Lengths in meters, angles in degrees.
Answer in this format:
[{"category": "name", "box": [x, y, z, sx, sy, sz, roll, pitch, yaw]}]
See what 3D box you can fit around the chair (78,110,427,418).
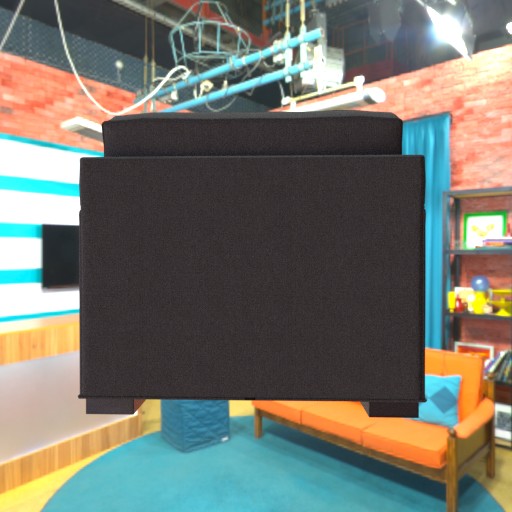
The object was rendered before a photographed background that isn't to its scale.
[{"category": "chair", "box": [0.000, 0.000, 1.771, 0.997, 0.913, 1.043, 0, 0, 2]}]
